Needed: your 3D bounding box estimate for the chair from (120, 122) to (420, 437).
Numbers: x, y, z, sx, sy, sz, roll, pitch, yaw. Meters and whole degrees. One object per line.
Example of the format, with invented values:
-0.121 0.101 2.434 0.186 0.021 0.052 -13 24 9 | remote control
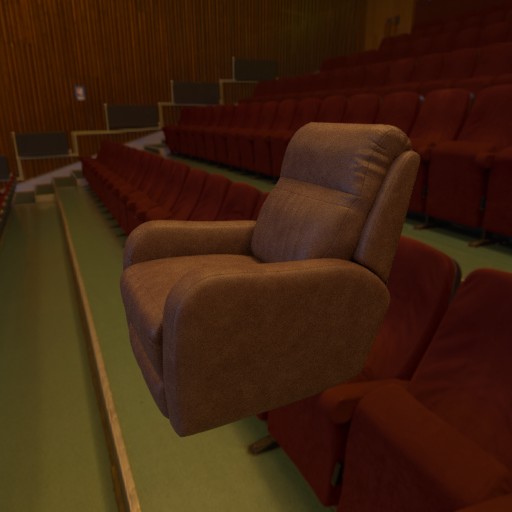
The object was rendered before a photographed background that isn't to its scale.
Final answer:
0.000 0.000 1.868 1.067 1.067 0.865 -9 20 -24 | chair
